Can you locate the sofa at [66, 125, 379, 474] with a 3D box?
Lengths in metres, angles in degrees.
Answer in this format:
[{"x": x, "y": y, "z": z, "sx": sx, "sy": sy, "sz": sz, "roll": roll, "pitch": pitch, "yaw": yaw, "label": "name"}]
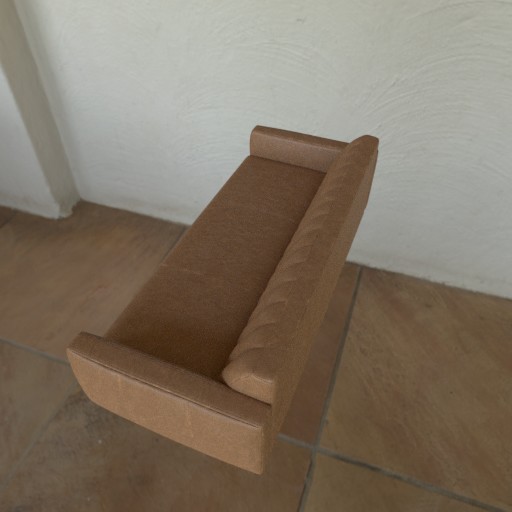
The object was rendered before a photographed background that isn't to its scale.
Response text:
[{"x": 0.000, "y": 0.000, "z": 2.735, "sx": 0.990, "sy": 0.821, "sz": 2.291, "roll": 16, "pitch": 47, "yaw": 16, "label": "sofa"}]
